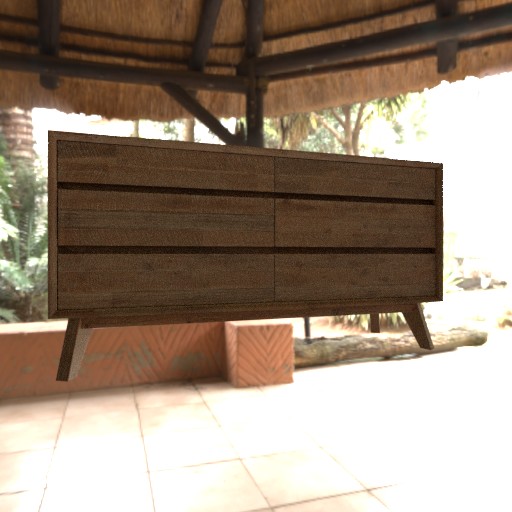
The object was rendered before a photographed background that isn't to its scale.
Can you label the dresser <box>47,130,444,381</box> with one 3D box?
[{"bbox_3d":[0.000,0.000,1.873,1.554,0.805,0.455,0,0,-19],"label":"dresser"}]
